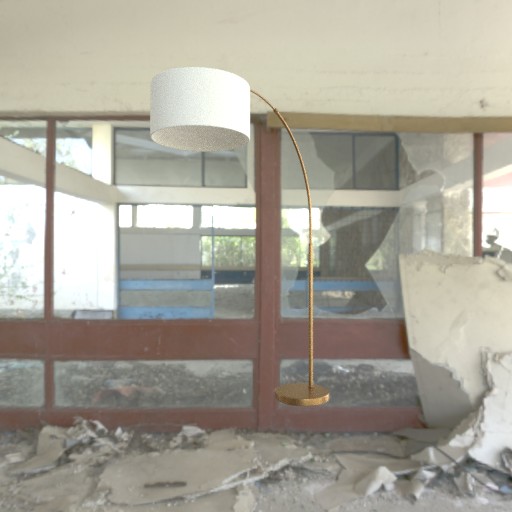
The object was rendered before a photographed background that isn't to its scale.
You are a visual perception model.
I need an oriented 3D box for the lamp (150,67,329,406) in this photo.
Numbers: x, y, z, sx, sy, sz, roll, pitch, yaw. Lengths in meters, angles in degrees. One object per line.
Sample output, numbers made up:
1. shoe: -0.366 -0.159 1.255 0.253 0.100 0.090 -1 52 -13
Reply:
1. lamp: 0.000 0.000 2.601 0.493 1.927 1.434 0 0 36
